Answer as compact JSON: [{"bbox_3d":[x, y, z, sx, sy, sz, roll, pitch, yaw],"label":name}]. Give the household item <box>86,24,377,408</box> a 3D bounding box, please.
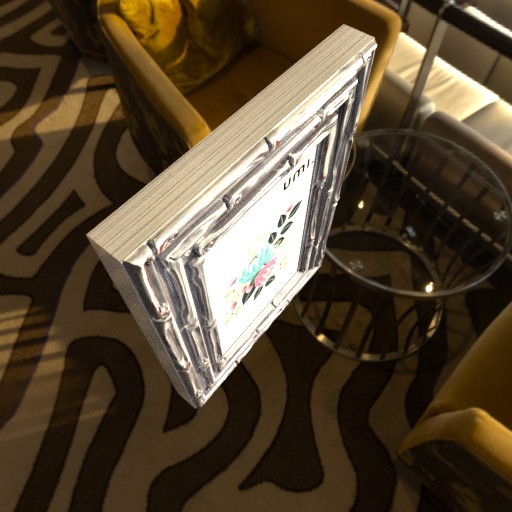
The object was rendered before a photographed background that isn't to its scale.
[{"bbox_3d":[0.000,0.000,0.278,0.025,0.216,0.165,35,65,19],"label":"household item"}]
